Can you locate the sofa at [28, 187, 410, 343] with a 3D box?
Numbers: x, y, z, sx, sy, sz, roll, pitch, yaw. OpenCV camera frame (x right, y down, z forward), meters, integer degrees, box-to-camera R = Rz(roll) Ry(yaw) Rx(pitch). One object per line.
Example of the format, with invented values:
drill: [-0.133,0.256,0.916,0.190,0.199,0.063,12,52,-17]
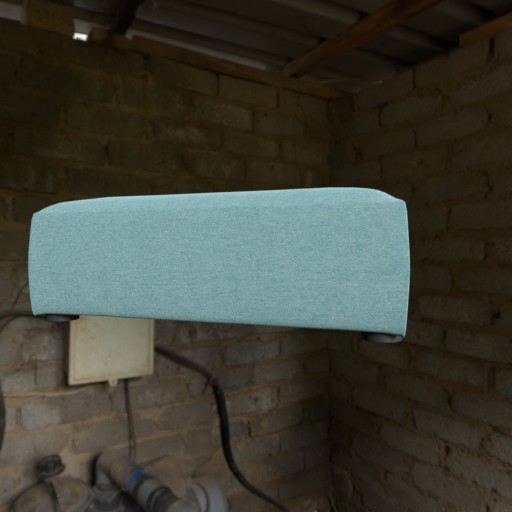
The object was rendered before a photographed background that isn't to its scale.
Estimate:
sofa: [0.000,0.000,1.437,0.930,0.330,0.930,0,1,18]
